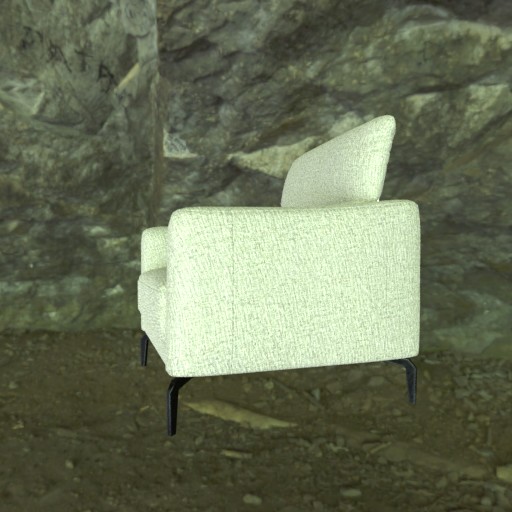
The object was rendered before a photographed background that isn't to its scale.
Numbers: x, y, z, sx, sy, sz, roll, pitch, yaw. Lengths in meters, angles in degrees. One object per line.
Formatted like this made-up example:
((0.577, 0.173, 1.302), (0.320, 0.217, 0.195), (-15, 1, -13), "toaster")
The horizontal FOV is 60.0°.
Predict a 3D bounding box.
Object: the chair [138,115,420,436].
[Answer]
((0.000, 0.000, 1.703), (0.835, 0.967, 0.972), (0, 0, -19), "chair")
